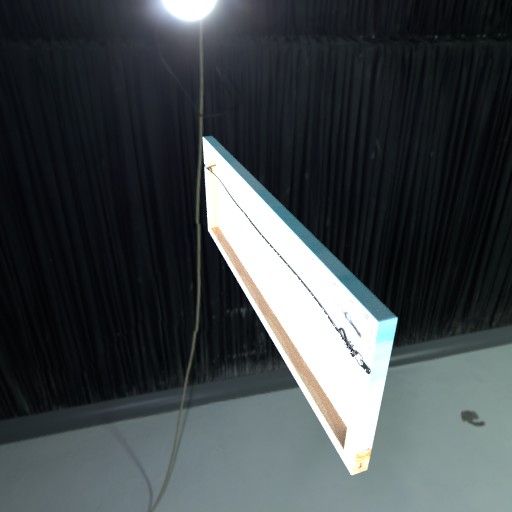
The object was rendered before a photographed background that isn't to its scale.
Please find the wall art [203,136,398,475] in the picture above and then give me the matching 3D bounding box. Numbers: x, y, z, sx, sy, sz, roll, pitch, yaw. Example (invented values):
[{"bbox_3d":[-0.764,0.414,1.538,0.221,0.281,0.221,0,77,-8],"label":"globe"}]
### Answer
[{"bbox_3d":[0.000,0.000,0.823,0.044,0.254,0.759,-10,31,-17],"label":"wall art"}]
